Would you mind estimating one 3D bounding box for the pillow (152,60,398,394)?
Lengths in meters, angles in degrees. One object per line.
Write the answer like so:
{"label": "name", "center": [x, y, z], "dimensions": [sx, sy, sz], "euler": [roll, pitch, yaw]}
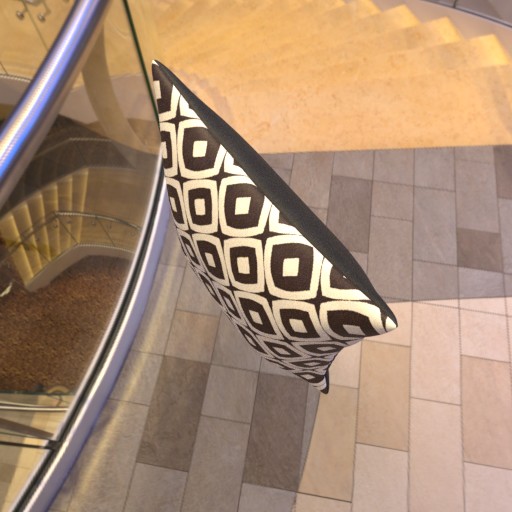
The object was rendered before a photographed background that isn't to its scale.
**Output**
{"label": "pillow", "center": [0.000, 0.000, 0.781], "dimensions": [0.188, 0.494, 0.504], "euler": [-34, 69, -15]}
